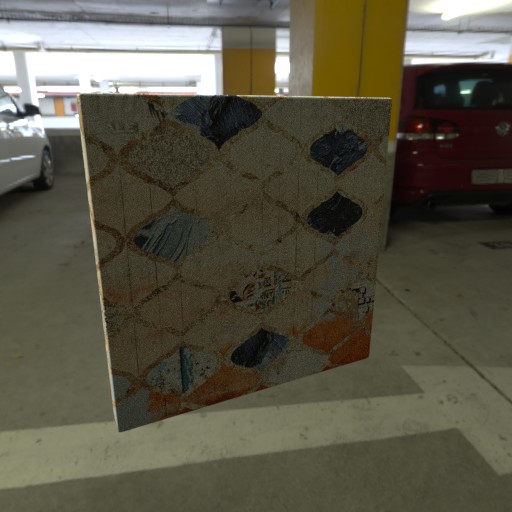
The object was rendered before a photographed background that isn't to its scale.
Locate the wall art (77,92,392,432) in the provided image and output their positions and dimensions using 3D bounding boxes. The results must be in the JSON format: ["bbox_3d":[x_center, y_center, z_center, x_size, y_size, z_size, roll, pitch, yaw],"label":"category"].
[{"bbox_3d":[0.000,0.000,0.747,0.507,0.508,0.038,-9,20,-25],"label":"wall art"}]
